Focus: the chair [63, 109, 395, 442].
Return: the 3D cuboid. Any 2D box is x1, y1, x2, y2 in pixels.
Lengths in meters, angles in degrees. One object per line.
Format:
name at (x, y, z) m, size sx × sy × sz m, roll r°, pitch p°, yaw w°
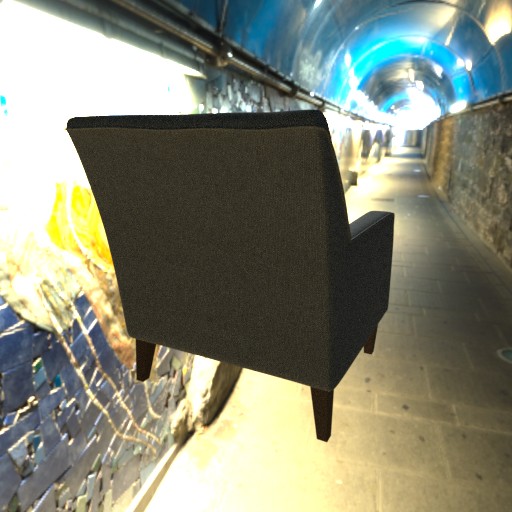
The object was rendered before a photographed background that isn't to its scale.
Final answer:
chair at (0.000, 0.000, 1.549) m, size 0.780 × 0.919 × 0.899 m, roll 8°, pitch 17°, yaw 27°
